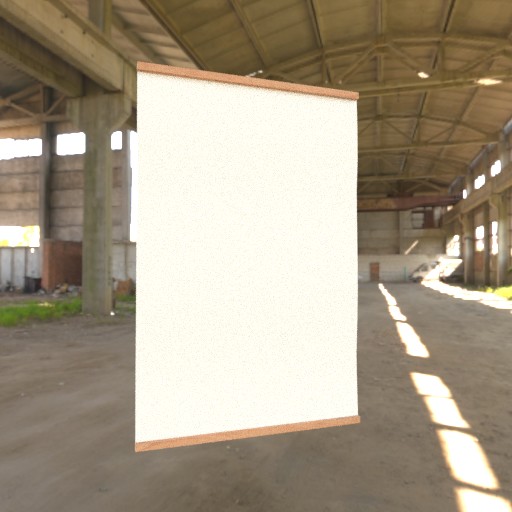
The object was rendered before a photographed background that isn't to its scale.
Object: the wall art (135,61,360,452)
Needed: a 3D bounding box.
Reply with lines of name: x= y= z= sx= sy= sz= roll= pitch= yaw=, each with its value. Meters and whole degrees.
wall art: x=0.000 y=0.000 z=0.635 sx=0.332 sy=0.508 sz=0.012 roll=0 pitch=-1 yaw=-19
